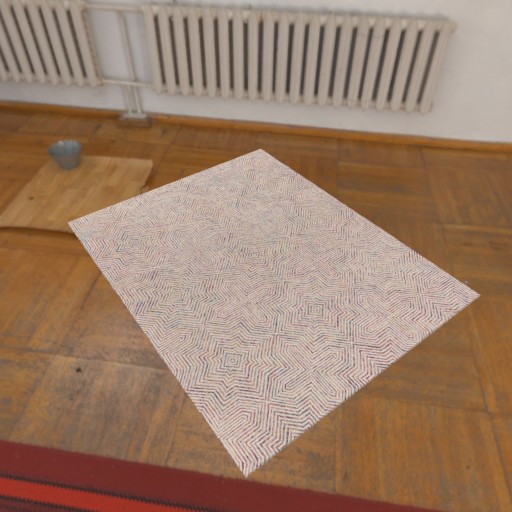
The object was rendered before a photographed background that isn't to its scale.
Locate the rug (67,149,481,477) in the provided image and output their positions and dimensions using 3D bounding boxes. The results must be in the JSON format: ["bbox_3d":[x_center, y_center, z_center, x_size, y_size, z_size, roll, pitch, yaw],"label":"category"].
[{"bbox_3d":[0.000,0.000,4.081,2.442,0.008,3.046,-27,49,-26],"label":"rug"}]
